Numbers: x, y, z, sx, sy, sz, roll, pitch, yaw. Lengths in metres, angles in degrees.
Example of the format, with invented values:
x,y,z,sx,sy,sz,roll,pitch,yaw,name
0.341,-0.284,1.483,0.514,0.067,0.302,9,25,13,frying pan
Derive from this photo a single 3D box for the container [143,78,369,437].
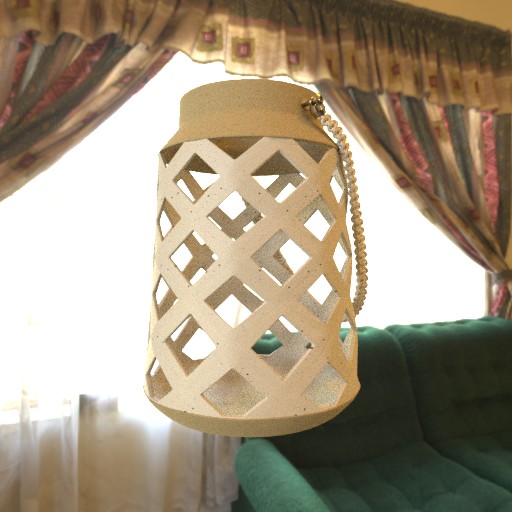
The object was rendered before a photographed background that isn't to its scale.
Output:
x,y,z,sx,sy,sz,roll,pitch,yaw,name
0.000,0.000,0.341,0.172,0.229,0.163,0,0,-38,container
